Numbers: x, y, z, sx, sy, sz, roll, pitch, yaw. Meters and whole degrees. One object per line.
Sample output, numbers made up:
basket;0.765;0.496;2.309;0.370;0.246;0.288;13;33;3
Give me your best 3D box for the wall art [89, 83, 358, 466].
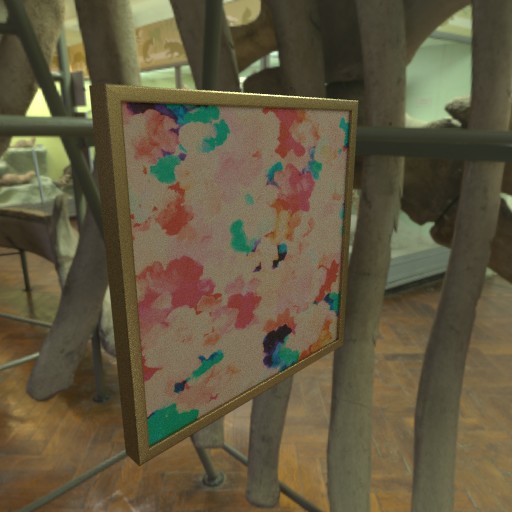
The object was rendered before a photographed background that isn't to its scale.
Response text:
wall art;0.000;0.000;0.744;0.037;0.509;0.510;16;23;42
